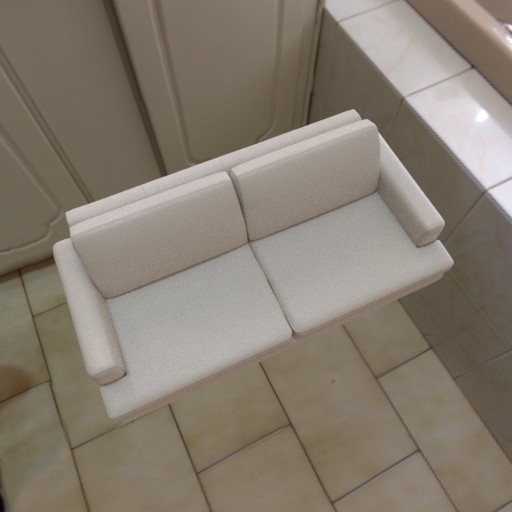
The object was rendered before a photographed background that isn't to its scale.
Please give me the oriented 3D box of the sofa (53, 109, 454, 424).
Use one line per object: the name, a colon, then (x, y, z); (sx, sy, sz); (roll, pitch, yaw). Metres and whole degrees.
sofa: (0.000, 0.000, 2.391); (1.940, 0.765, 0.974); (-22, 66, -10)
